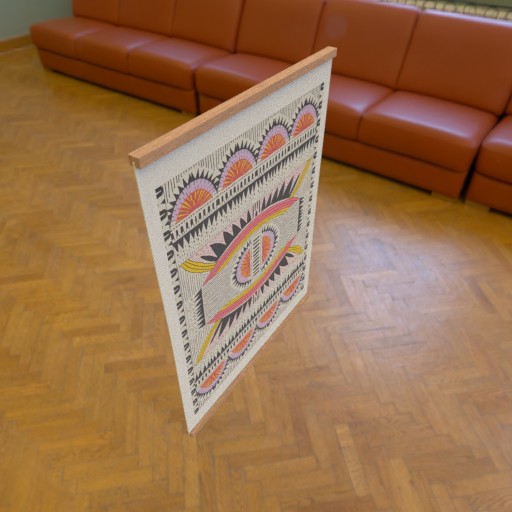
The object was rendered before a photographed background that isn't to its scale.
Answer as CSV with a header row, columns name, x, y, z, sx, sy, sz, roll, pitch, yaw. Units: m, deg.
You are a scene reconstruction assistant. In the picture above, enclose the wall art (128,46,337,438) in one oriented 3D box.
name,x,y,z,sx,sy,sz,roll,pitch,yaw
wall art,0.000,0.000,1.348,0.028,1.016,0.765,25,47,25
